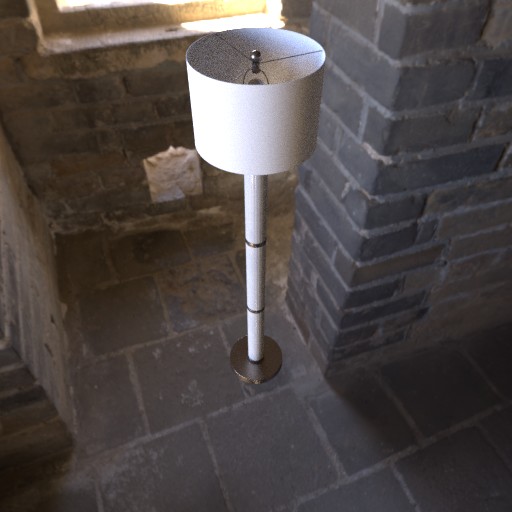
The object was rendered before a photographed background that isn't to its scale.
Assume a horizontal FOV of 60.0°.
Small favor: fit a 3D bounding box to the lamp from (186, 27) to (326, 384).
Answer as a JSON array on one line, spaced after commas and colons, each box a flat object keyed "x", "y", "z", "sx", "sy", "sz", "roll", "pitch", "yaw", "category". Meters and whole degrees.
[{"x": 0.000, "y": 0.000, "z": 1.766, "sx": 0.377, "sy": 1.599, "sz": 0.377, "roll": 16, "pitch": 49, "yaw": 14, "category": "lamp"}]
